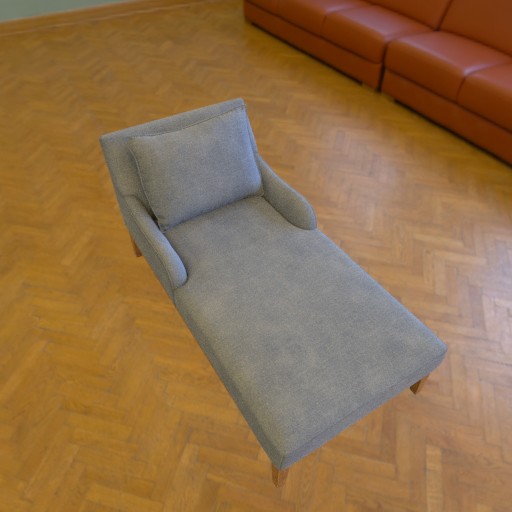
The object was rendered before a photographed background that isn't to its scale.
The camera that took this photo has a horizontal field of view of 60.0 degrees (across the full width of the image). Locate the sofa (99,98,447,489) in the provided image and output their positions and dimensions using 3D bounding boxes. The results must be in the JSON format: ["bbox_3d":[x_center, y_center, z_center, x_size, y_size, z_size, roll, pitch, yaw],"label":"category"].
[{"bbox_3d":[0.000,0.000,2.244,0.904,0.883,1.779,-24,49,-22],"label":"sofa"}]
